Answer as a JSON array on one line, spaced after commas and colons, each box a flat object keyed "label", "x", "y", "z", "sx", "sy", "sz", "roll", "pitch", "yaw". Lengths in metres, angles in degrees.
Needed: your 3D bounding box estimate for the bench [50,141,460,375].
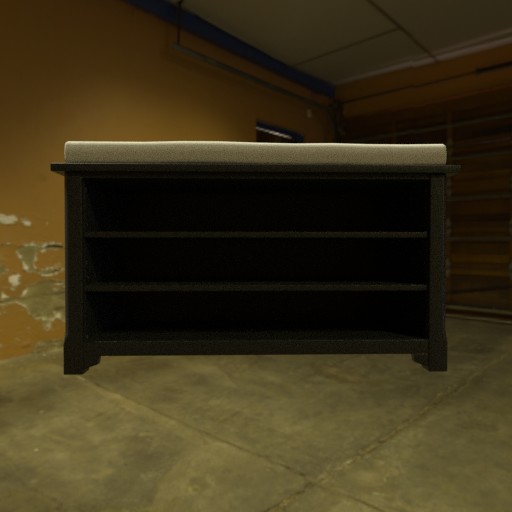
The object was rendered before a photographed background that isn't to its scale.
[{"label": "bench", "x": 0.000, "y": 0.000, "z": 1.226, "sx": 0.973, "sy": 0.561, "sz": 0.345, "roll": 0, "pitch": 1, "yaw": -2}]
